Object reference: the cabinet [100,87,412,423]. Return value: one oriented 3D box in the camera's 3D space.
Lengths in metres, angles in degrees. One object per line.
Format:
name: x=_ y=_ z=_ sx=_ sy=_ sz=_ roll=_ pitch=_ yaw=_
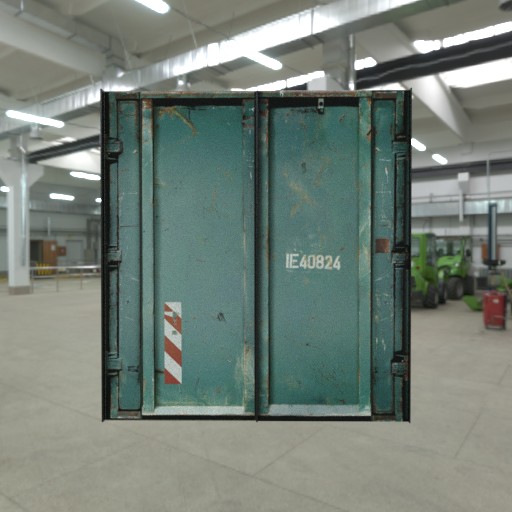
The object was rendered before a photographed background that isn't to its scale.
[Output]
cabinet: x=0.000 y=0.000 z=3.192 sx=2.000 sy=2.160 sz=0.680 roll=0 pitch=1 yaw=1
